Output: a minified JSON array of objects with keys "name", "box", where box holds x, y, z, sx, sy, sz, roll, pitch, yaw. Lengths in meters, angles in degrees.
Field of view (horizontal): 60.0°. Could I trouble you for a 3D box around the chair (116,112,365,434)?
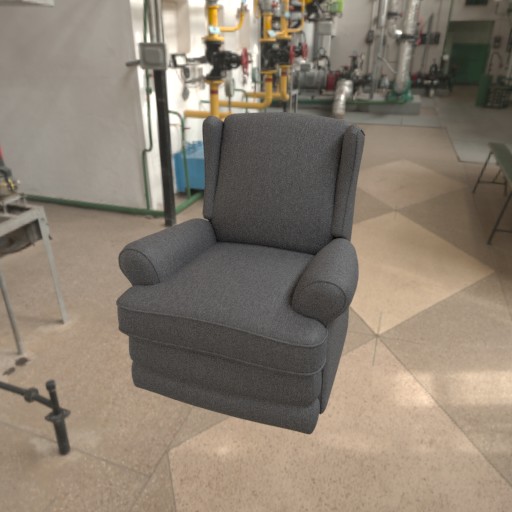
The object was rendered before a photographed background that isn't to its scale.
[{"name":"chair","box":[0.000,0.000,1.797,0.847,1.011,0.969,9,28,17]}]
